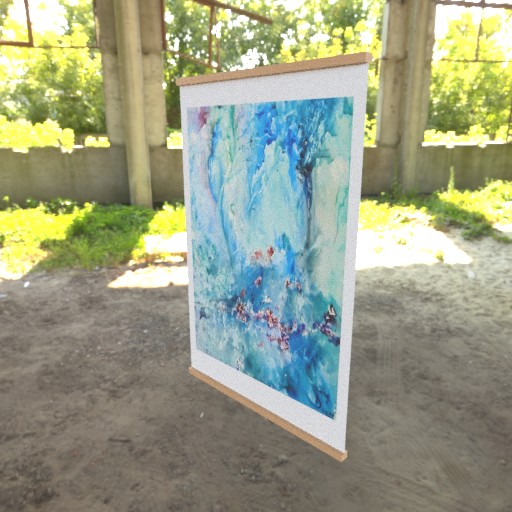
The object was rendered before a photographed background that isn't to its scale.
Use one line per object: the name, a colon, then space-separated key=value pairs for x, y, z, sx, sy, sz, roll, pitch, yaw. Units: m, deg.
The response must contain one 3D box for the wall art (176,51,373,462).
wall art: x=0.000 y=0.000 z=1.296 sx=0.669 sy=1.020 sz=0.027 roll=14 pitch=21 yaw=42
